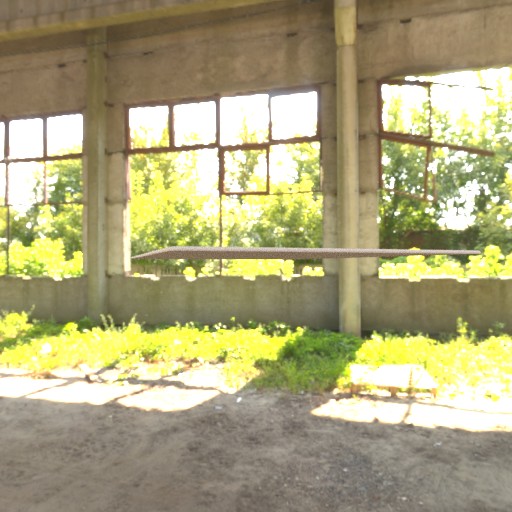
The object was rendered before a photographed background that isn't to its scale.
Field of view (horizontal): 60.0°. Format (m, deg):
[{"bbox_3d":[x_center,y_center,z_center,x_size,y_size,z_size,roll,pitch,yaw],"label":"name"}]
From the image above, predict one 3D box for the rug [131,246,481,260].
[{"bbox_3d":[0.000,0.000,2.135,1.067,0.013,1.676,0,-1,-19],"label":"rug"}]
